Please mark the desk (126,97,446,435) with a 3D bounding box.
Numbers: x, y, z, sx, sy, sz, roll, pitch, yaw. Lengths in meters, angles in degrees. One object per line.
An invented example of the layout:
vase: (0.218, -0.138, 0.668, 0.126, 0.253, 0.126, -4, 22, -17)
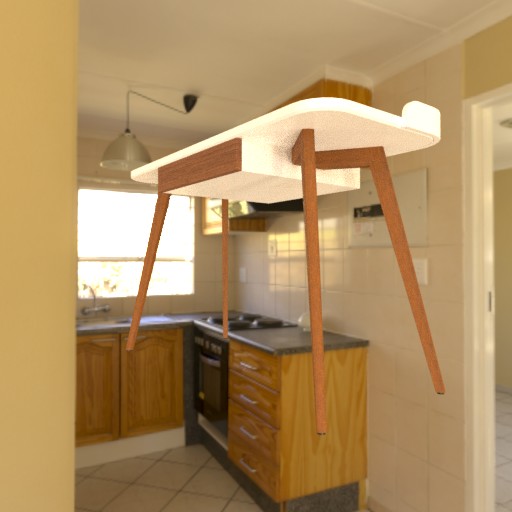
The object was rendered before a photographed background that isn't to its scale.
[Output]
desk: (0.000, 0.000, 1.597, 0.534, 0.807, 1.206, 0, -1, -37)
